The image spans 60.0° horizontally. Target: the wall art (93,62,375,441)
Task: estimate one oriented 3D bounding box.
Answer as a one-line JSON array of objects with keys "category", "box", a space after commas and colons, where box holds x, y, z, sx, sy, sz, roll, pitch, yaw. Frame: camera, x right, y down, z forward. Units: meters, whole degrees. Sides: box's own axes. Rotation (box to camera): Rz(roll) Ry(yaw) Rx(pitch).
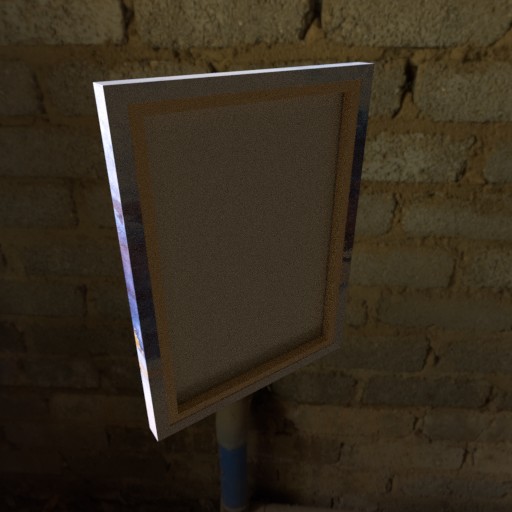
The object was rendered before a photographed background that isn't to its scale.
[{"category": "wall art", "box": [0.000, 0.000, 0.751, 0.437, 0.581, 0.036, -18, 34, -30]}]
